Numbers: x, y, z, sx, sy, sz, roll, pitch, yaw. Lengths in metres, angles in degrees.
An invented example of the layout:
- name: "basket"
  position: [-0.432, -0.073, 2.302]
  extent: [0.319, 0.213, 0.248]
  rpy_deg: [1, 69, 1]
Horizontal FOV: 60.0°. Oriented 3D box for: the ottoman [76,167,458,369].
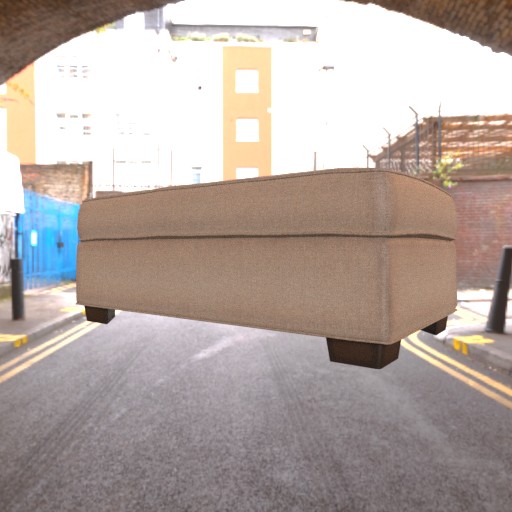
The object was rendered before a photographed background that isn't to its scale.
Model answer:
- name: "ottoman"
  position: [0.000, 0.000, 1.432]
  extent: [1.097, 0.448, 0.617]
  rpy_deg: [1, 1, 36]
